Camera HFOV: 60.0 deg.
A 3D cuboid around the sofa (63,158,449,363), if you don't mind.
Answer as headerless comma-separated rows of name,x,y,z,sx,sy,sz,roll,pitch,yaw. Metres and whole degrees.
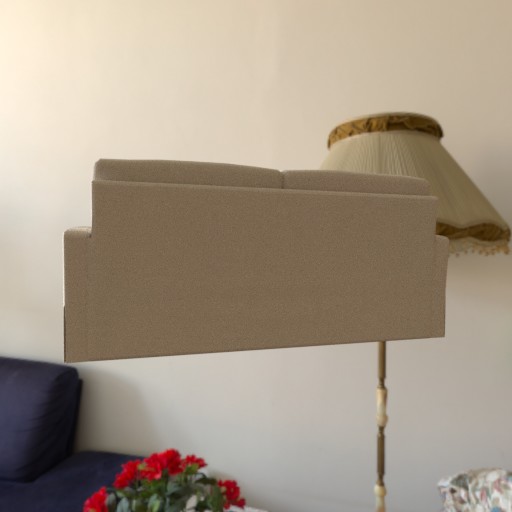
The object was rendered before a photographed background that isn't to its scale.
sofa,0.000,0.000,2.339,1.808,0.831,0.894,0,0,-18
